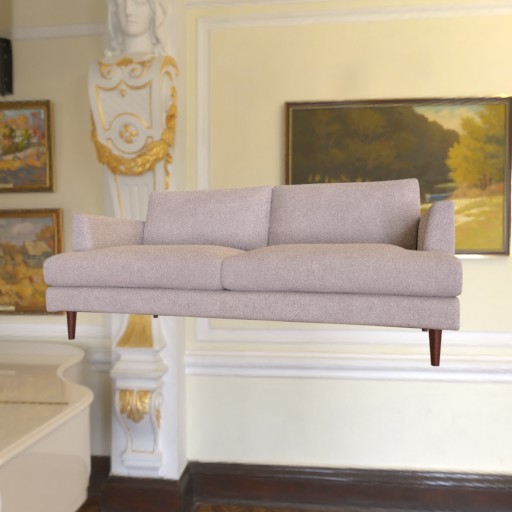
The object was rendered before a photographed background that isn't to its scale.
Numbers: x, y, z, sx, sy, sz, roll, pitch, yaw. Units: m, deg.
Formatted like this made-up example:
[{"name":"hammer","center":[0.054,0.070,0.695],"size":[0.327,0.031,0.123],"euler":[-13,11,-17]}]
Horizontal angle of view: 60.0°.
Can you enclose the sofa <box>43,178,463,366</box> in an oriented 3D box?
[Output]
[{"name":"sofa","center":[0.000,0.000,2.415],"size":[1.948,0.868,1.020],"euler":[0,0,18]}]
